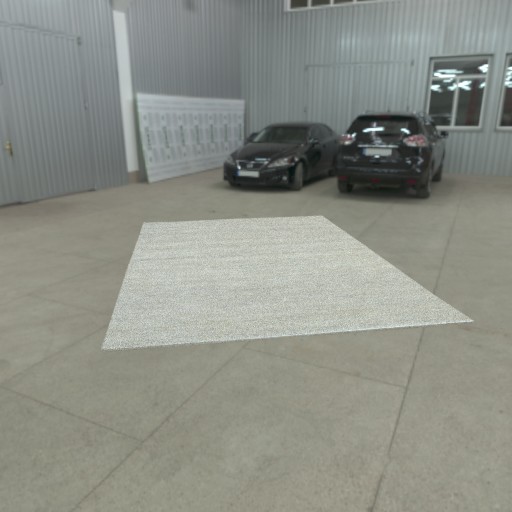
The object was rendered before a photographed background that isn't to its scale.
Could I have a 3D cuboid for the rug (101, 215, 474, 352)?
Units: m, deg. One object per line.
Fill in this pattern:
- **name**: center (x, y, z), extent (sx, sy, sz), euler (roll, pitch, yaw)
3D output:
- **rug**: center (0.000, 0.000, 2.931), extent (1.624, 0.030, 2.264), euler (-3, 18, -9)
